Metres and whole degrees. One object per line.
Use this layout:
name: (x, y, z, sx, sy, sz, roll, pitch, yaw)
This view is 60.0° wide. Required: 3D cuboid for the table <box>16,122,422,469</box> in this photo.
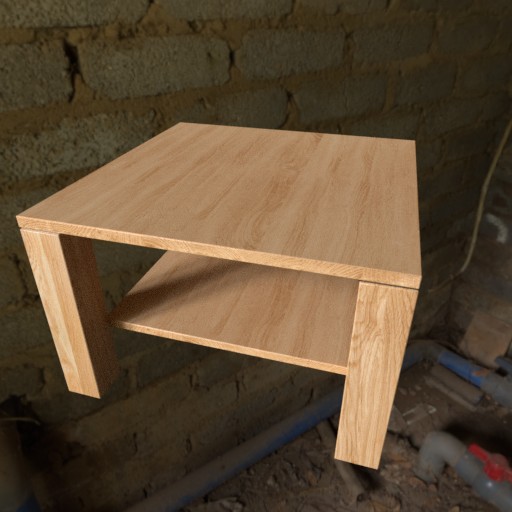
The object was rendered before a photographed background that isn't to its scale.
table: (0.000, 0.000, 1.118, 0.700, 0.450, 0.700, 9, 32, 14)
